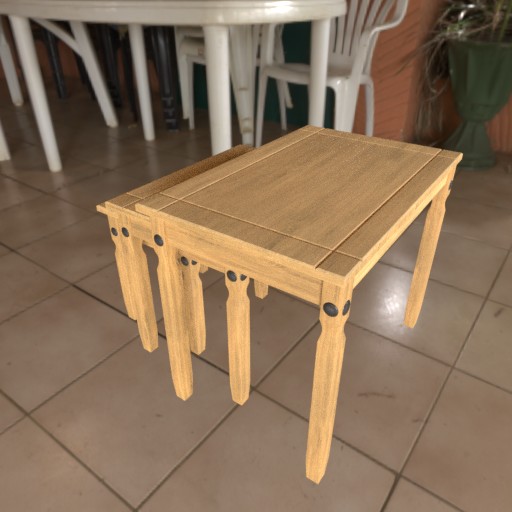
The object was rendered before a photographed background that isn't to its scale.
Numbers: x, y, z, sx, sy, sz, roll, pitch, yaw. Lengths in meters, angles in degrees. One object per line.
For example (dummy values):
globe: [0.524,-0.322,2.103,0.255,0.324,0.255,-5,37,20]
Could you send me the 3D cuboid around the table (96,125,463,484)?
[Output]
table: [0.000,0.000,1.183,0.773,0.535,0.660,20,37,29]
